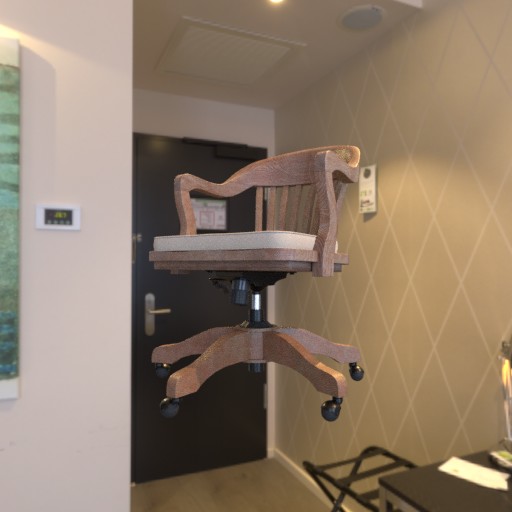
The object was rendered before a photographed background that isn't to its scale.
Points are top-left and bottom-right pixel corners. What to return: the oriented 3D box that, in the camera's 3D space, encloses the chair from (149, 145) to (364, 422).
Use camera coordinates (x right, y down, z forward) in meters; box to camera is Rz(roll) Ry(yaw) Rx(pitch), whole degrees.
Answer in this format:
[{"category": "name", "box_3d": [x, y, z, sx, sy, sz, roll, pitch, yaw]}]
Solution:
[{"category": "chair", "box_3d": [0.000, 0.000, 1.486, 0.750, 0.878, 0.788, -1, -1, 36]}]
